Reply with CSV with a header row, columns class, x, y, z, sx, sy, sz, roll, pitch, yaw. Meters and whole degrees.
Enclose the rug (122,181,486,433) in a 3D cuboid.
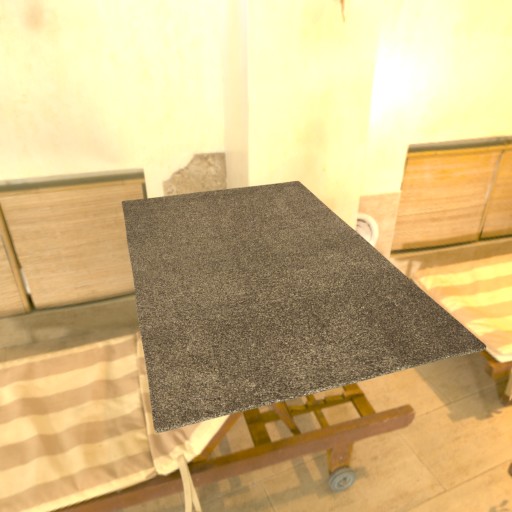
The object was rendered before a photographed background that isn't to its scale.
class,x,y,z,sx,sy,sz,roll,pitch,yaw
rug,0.000,0.000,3.305,1.802,0.026,2.699,-9,31,-15
